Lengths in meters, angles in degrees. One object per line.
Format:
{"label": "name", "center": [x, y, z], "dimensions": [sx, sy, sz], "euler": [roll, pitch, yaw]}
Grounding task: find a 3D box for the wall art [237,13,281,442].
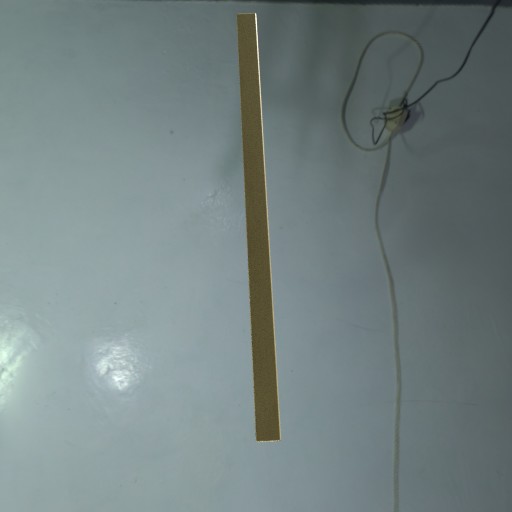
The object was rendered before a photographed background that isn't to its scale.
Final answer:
{"label": "wall art", "center": [0.000, 0.000, 1.121], "dimensions": [0.037, 0.763, 0.763], "euler": [-3, 76, -1]}
